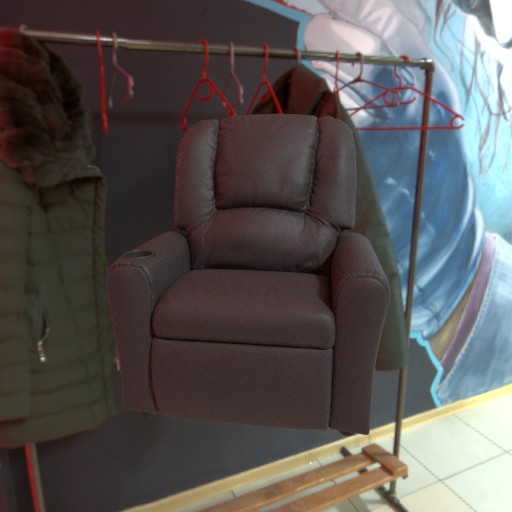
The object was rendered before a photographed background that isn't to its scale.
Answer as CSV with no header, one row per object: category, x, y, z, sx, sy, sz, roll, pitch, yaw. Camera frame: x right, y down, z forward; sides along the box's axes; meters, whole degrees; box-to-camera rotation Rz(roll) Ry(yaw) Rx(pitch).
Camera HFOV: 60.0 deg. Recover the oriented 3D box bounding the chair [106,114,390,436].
chair,0.000,0.000,1.133,0.610,0.709,0.521,2,15,8
